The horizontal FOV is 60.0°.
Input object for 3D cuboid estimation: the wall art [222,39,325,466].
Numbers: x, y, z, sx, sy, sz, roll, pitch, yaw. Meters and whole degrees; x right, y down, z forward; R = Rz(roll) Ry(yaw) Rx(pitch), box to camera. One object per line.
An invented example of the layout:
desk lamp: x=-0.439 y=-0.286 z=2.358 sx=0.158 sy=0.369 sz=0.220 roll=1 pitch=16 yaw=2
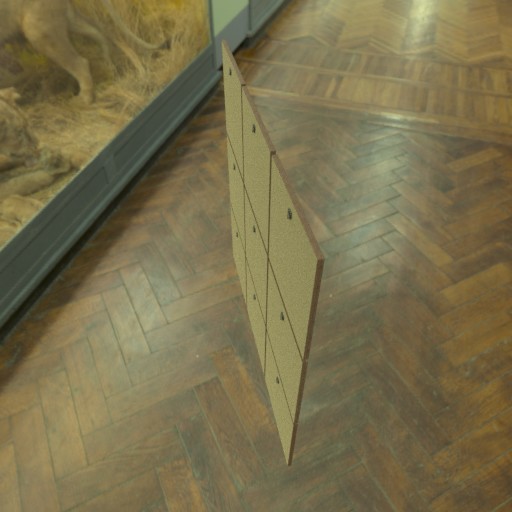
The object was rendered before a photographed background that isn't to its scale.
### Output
wall art: x=0.000 y=0.000 z=1.772 sx=0.024 sy=1.218 sz=1.221 roll=-9 pitch=47 yaw=-9
